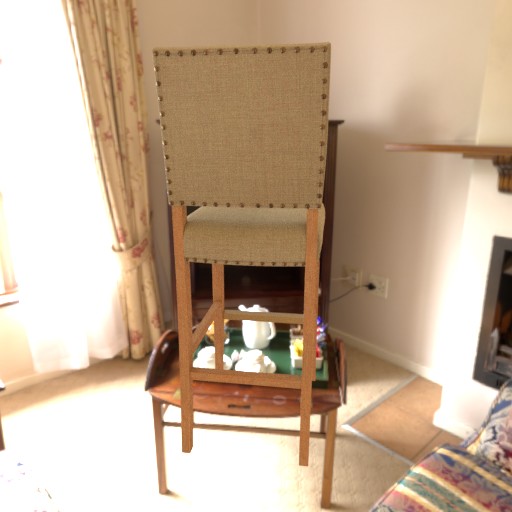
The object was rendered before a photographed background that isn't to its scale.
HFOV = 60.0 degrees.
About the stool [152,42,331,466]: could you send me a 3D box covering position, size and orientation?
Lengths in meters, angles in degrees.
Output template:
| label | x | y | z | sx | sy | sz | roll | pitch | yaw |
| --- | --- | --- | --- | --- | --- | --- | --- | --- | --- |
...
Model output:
| label | x | y | z | sx | sy | sz | roll | pitch | yaw |
| --- | --- | --- | --- | --- | --- | --- | --- | --- | --- |
| stool | 0.000 | 0.000 | 1.475 | 0.445 | 1.203 | 0.585 | 2 | 16 | 8 |
